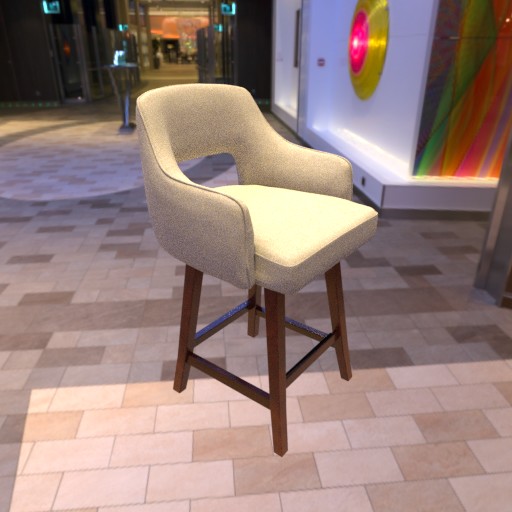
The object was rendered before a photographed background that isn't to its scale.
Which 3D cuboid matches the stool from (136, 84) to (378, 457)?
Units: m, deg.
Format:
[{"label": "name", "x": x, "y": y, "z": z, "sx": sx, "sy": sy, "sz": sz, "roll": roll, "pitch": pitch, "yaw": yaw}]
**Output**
[{"label": "stool", "x": 0.000, "y": 0.000, "z": 1.324, "sx": 0.560, "sy": 0.936, "sz": 0.550, "roll": 18, "pitch": 31, "yaw": 34}]
